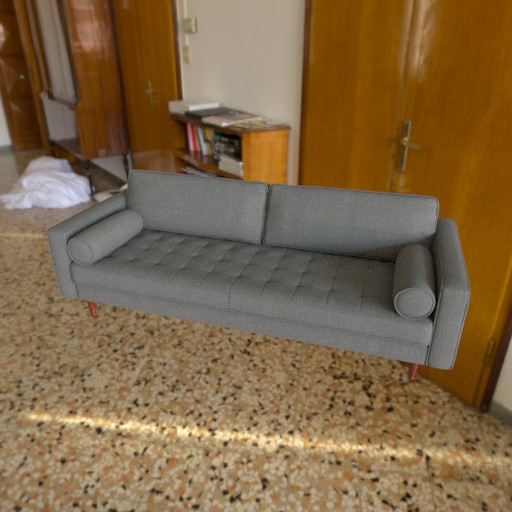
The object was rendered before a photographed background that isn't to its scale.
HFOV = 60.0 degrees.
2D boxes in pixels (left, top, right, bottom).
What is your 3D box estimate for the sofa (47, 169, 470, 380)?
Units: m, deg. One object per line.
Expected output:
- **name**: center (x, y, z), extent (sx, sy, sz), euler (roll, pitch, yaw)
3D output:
- **sofa**: center (0.000, 0.000, 2.617), extent (2.198, 0.762, 0.914), euler (8, 27, 16)
